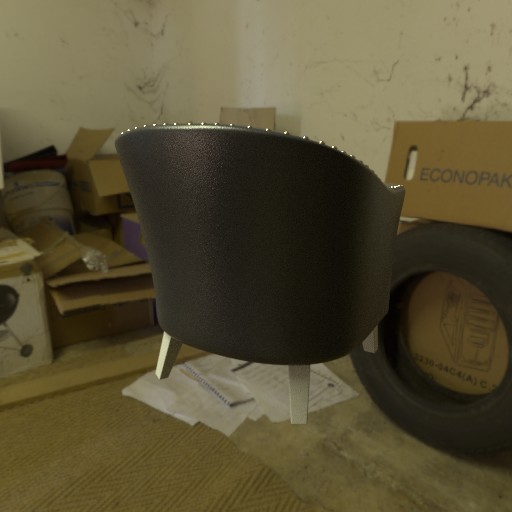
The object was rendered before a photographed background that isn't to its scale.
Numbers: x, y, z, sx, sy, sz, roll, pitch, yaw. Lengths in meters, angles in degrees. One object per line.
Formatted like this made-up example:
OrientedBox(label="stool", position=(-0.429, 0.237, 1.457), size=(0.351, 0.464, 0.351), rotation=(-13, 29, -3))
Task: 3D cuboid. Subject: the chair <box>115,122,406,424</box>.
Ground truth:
OrientedBox(label="chair", position=(0.000, 0.000, 1.454), size=(0.794, 0.823, 0.748), rotation=(8, 17, 28))
